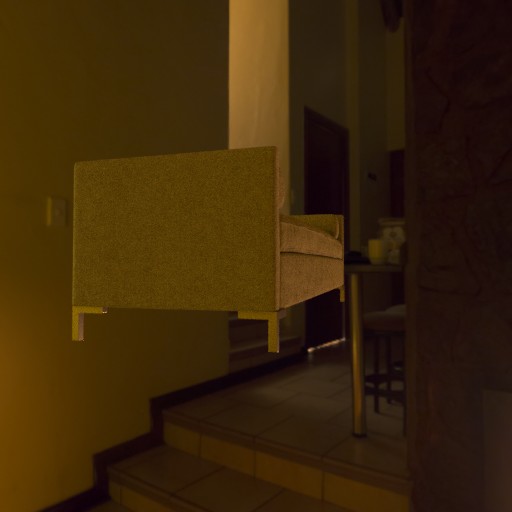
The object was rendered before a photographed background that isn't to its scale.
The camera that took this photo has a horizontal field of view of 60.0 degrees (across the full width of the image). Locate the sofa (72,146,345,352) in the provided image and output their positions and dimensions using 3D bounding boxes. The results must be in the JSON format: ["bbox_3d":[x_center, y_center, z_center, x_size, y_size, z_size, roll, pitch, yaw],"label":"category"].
[{"bbox_3d":[0.000,0.000,2.496,0.797,0.657,2.102,0,-1,17],"label":"sofa"}]
